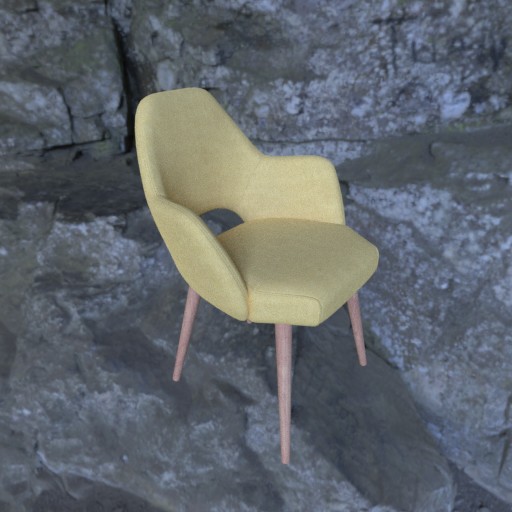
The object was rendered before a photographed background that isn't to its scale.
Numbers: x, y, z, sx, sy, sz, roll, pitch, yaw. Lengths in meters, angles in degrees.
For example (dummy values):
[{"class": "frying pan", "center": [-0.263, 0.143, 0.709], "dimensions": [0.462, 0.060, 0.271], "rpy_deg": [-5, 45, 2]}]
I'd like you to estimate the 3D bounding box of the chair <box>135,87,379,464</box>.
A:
[{"class": "chair", "center": [0.000, 0.000, 1.254], "dimensions": [0.610, 0.840, 0.590], "rpy_deg": [20, 34, 32]}]
